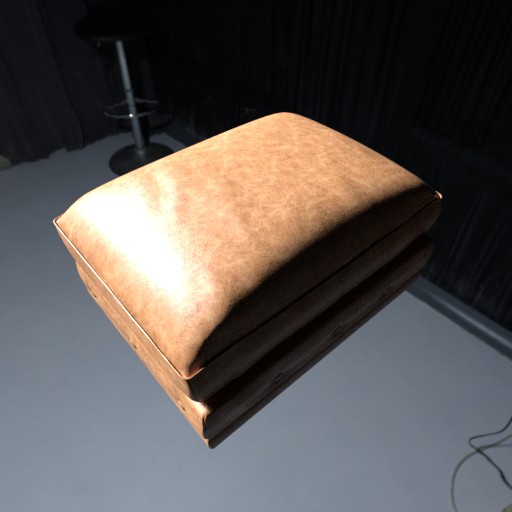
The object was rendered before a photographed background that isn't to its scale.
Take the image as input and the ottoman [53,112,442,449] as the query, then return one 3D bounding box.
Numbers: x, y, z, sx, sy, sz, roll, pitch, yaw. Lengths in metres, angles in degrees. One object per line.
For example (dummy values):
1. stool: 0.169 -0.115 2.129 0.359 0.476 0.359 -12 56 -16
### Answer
1. ottoman: 0.000 0.000 1.070 0.710 0.480 0.533 -31 53 -27
